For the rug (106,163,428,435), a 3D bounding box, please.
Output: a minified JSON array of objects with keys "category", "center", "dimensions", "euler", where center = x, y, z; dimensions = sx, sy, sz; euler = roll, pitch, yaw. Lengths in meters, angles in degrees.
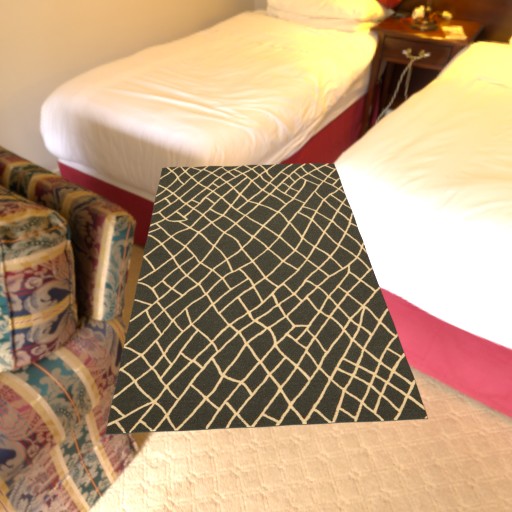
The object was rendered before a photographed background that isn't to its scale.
[{"category":"rug","center":[0.000,0.000,3.008],"dimensions":[1.529,0.017,2.448],"euler":[-2,41,-2]}]
